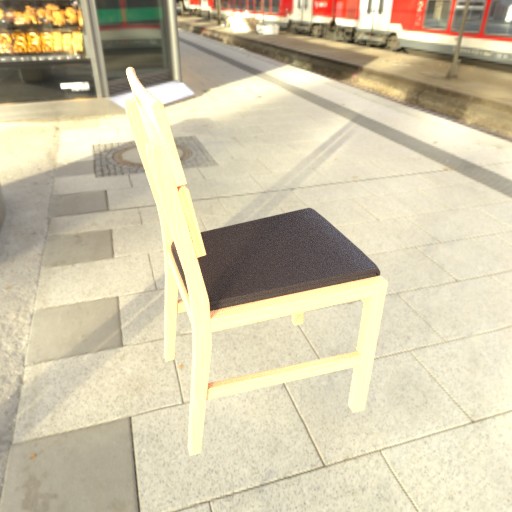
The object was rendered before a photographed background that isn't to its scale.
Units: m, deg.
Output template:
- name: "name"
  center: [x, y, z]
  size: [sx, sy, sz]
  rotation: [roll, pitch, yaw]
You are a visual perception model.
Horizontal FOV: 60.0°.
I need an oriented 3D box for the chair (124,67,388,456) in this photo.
- name: "chair"
  center: [0.000, 0.000, 1.239]
  size: [0.560, 0.950, 0.475]
  rotation: [-10, 32, -17]
